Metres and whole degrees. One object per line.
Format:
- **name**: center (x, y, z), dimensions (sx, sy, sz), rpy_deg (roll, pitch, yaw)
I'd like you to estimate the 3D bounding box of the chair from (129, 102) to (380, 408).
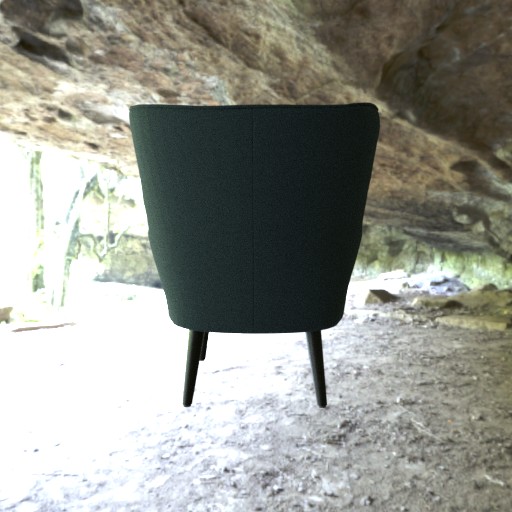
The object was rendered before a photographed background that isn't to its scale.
- **chair**: center (0.000, 0.000, 1.581), dimensions (0.781, 0.933, 0.888), rpy_deg (0, 1, 1)
